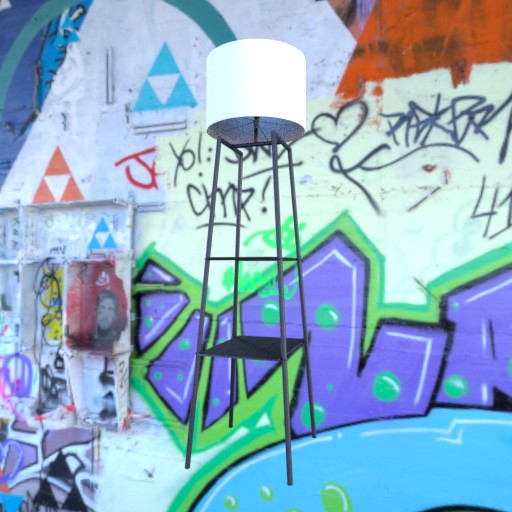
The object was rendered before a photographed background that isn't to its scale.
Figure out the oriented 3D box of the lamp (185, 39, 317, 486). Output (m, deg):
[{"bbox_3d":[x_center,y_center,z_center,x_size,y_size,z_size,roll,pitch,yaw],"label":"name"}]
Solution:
[{"bbox_3d":[0.000,0.000,1.682,0.384,1.474,0.427,0,-1,18],"label":"lamp"}]
